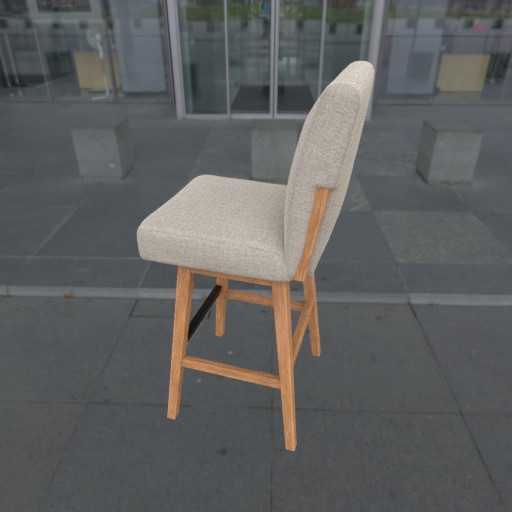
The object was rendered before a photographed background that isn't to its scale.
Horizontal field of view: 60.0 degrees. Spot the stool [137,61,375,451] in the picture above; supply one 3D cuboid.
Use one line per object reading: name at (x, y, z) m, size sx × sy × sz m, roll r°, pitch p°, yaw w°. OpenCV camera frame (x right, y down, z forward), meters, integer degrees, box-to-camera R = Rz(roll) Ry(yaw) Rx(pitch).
stool at (0.000, 0.000, 1.387) m, size 0.569 × 1.106 × 0.483 m, roll 9°, pitch 31°, yaw 15°
